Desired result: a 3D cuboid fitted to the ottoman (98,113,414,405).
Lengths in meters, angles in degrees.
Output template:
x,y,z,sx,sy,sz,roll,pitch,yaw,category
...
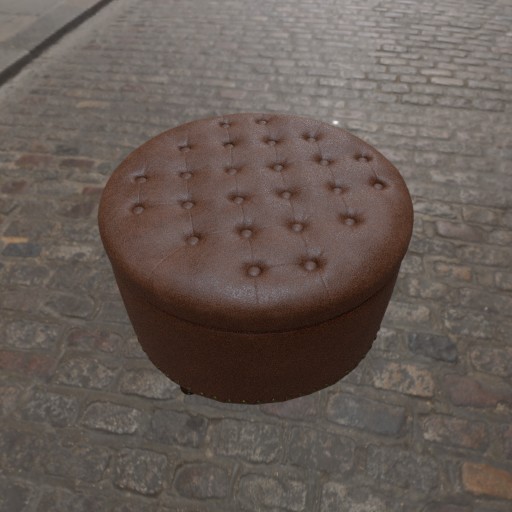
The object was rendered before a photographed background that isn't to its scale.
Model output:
x,y,z,sx,sy,sz,roll,pitch,yaw,category
0.000,0.000,1.050,0.637,0.442,0.637,0,46,0,ottoman
